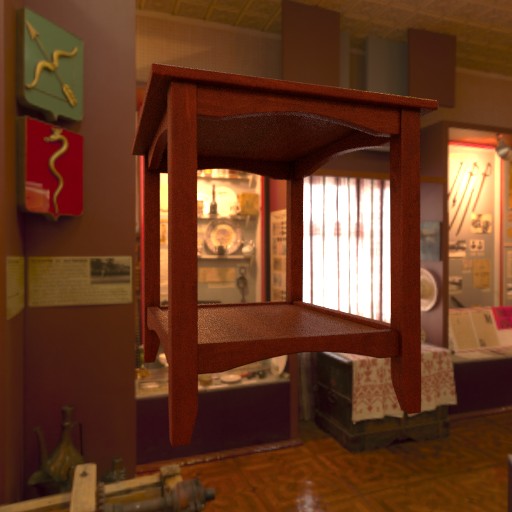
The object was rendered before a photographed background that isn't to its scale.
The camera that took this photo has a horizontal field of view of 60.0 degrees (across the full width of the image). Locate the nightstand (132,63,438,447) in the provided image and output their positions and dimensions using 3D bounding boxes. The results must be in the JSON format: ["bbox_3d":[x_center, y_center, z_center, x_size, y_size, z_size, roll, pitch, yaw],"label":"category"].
[{"bbox_3d":[0.000,0.000,0.978,0.501,0.558,0.558,0,0,-18],"label":"nightstand"}]
